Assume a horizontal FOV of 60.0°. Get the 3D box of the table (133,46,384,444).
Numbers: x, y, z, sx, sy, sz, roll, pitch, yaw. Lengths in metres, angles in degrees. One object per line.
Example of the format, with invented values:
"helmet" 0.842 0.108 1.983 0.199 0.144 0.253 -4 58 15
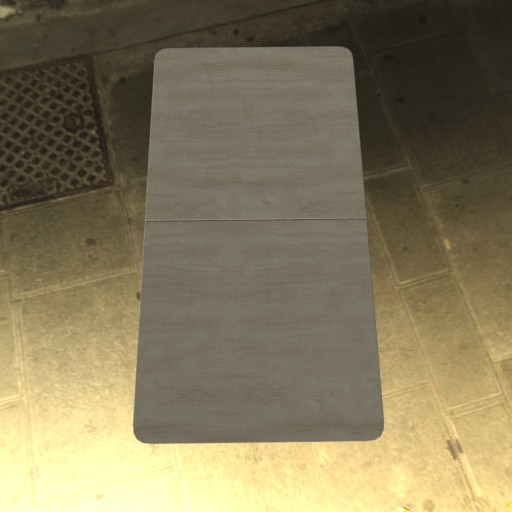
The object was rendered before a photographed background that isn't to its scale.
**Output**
"table" 0.000 0.000 1.930 0.750 0.900 1.400 -1 74 0
